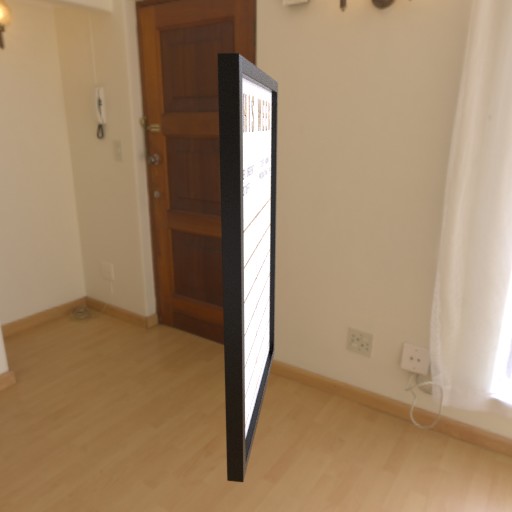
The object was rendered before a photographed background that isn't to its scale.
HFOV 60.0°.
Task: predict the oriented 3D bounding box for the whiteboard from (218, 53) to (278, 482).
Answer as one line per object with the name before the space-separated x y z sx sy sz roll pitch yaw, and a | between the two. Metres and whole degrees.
whiteboard | 0.000 0.000 0.790 0.026 0.611 0.406 3 17 9
